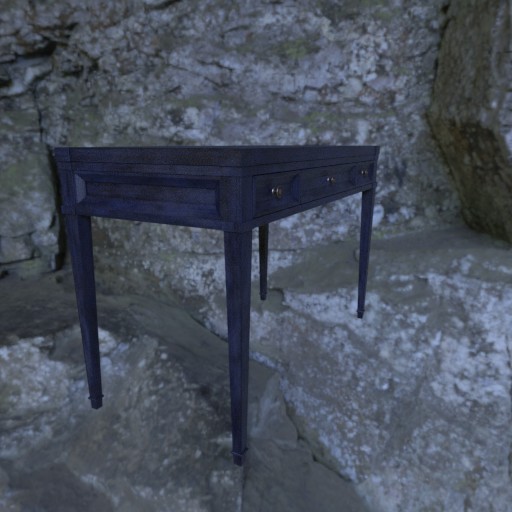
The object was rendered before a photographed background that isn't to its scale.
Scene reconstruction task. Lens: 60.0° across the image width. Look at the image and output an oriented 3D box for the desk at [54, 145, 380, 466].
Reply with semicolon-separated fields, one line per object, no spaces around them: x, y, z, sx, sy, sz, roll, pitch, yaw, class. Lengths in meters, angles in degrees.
0.000;0.000;1.791;0.630;0.861;1.289;8;16;28;desk
